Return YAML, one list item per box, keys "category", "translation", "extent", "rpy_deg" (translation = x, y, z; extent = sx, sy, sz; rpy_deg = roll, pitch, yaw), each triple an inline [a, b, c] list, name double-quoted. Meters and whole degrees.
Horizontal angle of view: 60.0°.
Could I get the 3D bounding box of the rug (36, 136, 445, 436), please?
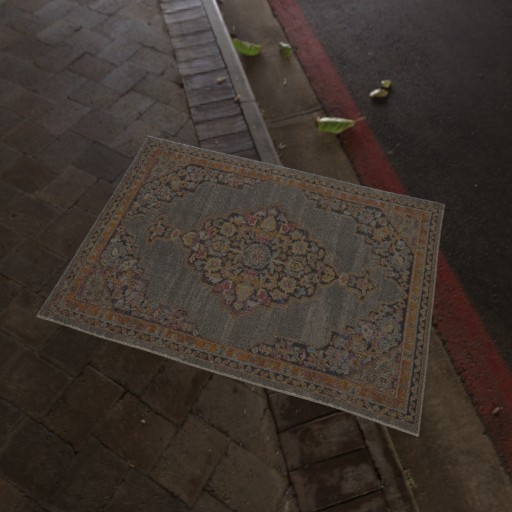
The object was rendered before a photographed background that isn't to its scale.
- category: "rug"
  translation: [0.000, 0.000, 3.673]
  extent: [2.901, 0.026, 2.043]
  rpy_deg: [15, 60, 9]
